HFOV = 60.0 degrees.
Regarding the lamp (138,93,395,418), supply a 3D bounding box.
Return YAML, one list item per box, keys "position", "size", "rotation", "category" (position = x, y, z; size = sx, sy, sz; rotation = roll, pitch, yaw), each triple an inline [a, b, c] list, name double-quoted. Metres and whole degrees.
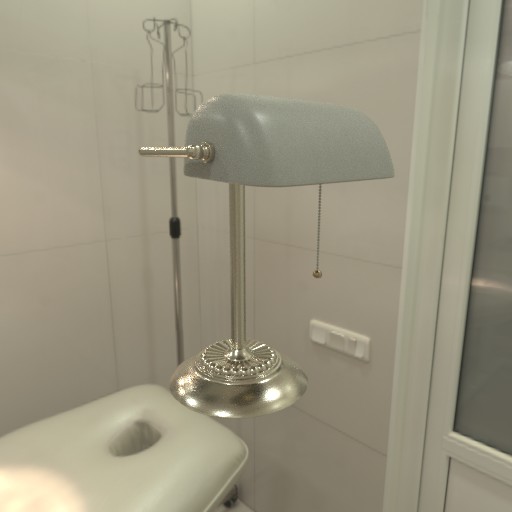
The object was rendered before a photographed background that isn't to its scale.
- position: [0.000, 0.000, 0.516]
  size: [0.264, 0.339, 0.243]
  rotation: [-13, 19, -43]
  category: "lamp"
